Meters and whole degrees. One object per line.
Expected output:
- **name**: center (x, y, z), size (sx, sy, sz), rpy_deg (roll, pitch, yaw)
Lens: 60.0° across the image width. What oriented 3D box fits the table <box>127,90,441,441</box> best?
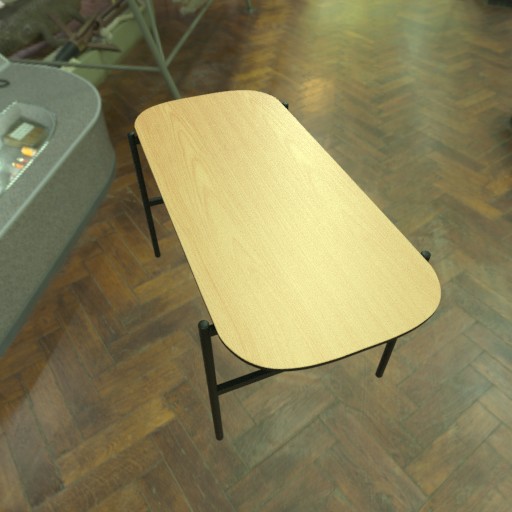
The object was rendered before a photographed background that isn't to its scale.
- **table**: center (0.000, 0.000, 1.006), size (0.400, 0.400, 0.800), rpy_deg (-16, 48, -15)
